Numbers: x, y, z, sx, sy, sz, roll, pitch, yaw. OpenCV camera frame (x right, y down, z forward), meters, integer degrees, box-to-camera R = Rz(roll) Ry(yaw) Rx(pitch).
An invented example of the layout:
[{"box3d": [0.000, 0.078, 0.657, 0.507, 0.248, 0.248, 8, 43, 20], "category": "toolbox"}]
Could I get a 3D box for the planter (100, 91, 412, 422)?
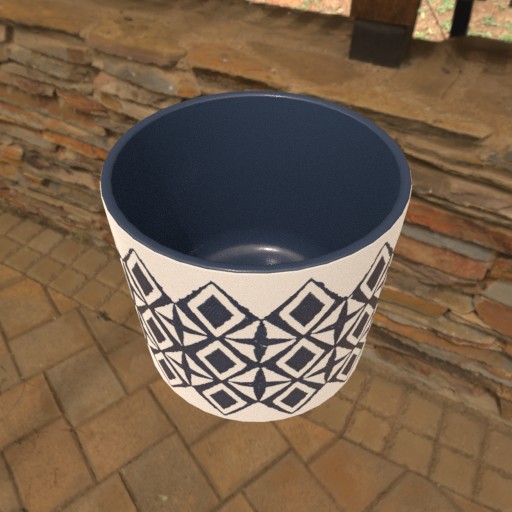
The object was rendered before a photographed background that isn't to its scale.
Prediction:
[{"box3d": [0.000, 0.000, 0.397, 0.224, 0.203, 0.224, 0, 46, 0], "category": "planter"}]
